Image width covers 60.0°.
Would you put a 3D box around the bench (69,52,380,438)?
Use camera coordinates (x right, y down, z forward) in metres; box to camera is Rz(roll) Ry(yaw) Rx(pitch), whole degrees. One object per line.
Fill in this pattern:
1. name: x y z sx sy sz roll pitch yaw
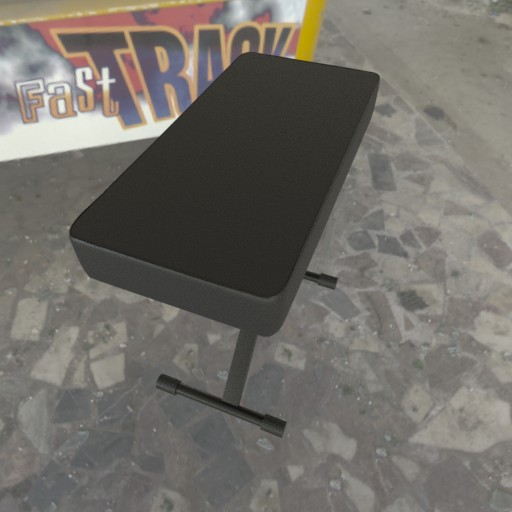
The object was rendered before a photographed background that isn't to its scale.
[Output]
1. bench: 0.000 0.000 0.914 0.300 0.561 0.600 16 49 15
